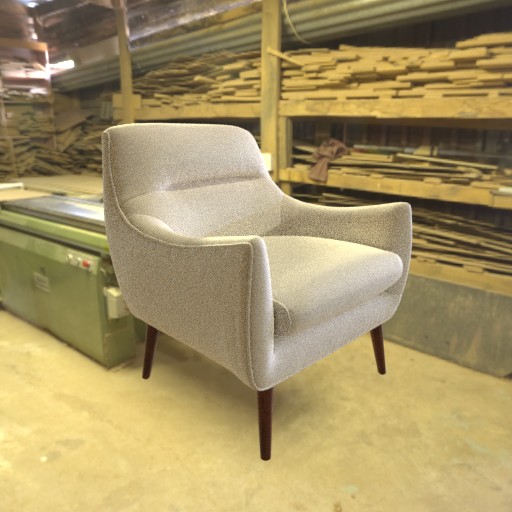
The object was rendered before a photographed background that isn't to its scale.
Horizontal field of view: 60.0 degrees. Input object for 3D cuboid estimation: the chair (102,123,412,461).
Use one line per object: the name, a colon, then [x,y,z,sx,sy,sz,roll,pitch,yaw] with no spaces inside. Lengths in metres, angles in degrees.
chair: [0.000,0.000,1.446,0.787,0.838,0.762,14,21,43]
